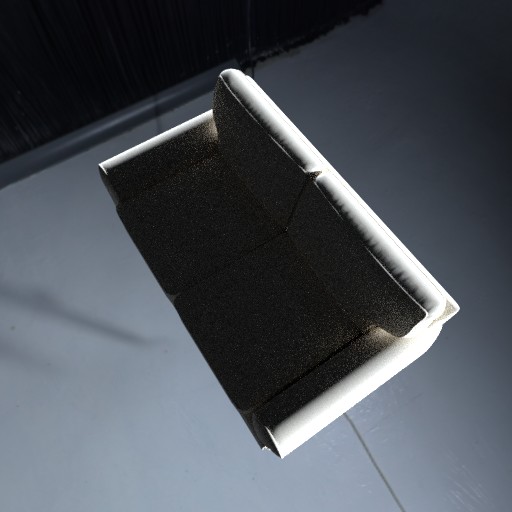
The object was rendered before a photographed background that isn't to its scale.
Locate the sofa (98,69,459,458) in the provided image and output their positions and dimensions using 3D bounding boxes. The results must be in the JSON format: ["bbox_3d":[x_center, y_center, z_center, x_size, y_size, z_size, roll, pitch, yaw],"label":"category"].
[{"bbox_3d":[0.000,0.000,2.317,0.991,0.940,1.727,-31,68,-14],"label":"sofa"}]
